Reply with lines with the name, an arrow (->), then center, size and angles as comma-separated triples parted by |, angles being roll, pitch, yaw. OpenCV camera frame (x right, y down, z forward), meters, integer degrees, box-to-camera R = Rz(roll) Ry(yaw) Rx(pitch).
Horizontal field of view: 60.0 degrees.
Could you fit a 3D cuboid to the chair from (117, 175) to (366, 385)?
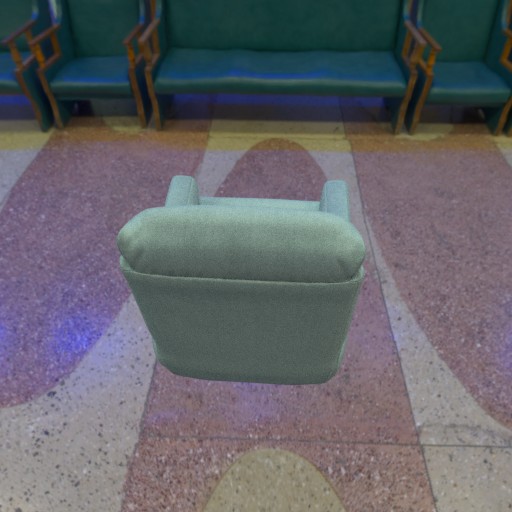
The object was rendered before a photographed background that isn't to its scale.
chair -> 0.000, 0.000, 1.689 | 0.812, 1.013, 0.940 | 3, 45, 3
